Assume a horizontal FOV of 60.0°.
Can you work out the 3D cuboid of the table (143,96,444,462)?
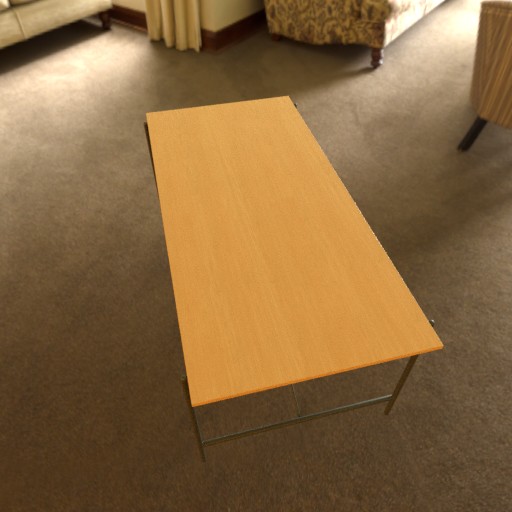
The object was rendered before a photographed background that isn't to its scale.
[{"bbox_3d":[0.000,0.000,2.294,0.900,0.758,1.800,-10,48,-10],"label":"table"}]
